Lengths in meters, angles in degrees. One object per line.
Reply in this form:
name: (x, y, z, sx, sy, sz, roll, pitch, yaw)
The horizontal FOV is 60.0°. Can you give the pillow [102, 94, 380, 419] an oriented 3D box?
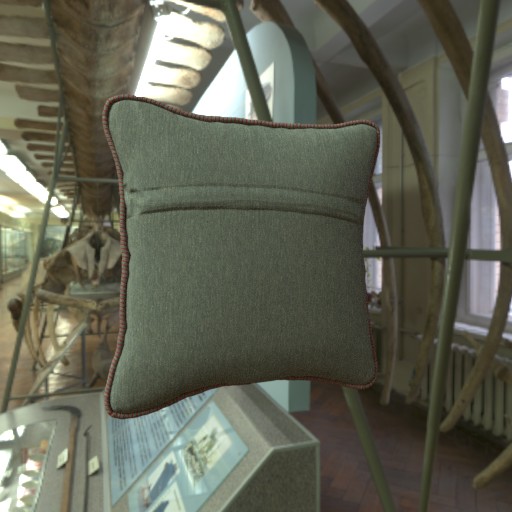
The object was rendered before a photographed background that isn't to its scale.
pillow: (0.000, 0.000, 0.739, 0.482, 0.491, 0.124, 0, 1, -20)
